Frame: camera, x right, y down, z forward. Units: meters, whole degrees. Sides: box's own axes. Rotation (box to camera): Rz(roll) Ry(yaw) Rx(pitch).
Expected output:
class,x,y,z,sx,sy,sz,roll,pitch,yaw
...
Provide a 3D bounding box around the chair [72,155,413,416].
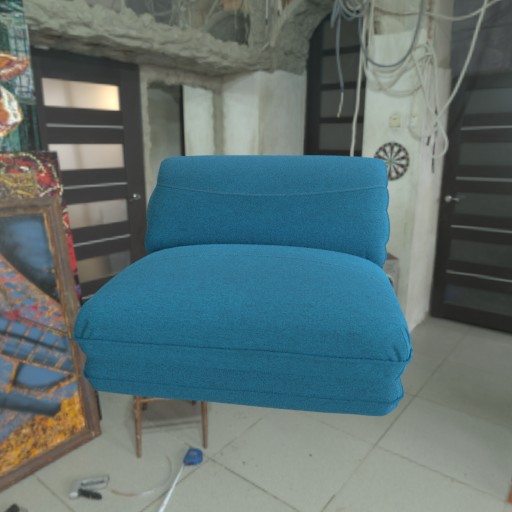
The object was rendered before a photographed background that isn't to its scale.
class,x,y,z,sx,sy,sz,roll,pitch,yaw
chair,0.000,0.000,1.336,0.820,0.580,0.780,2,14,9
